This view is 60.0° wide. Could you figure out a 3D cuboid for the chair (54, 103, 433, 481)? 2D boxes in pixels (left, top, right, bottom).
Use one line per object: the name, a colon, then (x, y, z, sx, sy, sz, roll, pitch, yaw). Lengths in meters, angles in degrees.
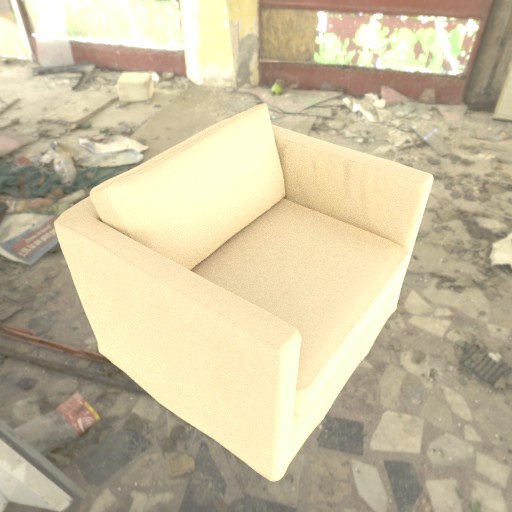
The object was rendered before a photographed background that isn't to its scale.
chair: (0.000, 0.000, 1.728, 0.947, 0.851, 1.057, 26, 47, 27)
